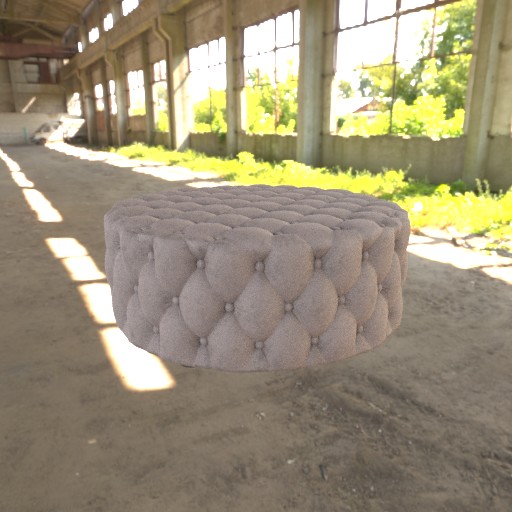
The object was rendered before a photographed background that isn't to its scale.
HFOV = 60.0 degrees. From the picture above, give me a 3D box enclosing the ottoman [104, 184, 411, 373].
[{"bbox_3d":[0.000,0.000,1.536,0.998,0.399,0.998,0,17,0],"label":"ottoman"}]
